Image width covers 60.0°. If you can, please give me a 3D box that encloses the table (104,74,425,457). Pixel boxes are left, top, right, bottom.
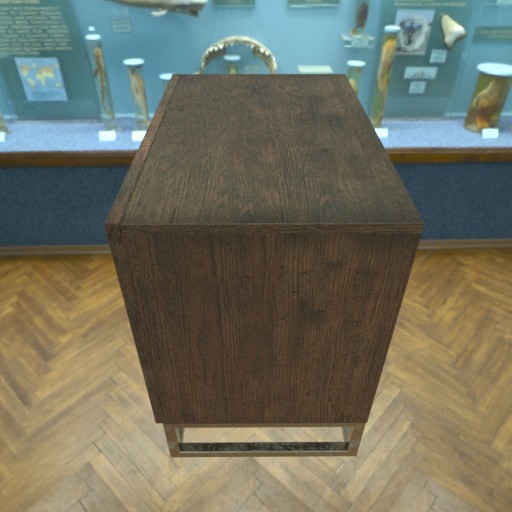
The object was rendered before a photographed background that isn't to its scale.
[{"bbox_3d":[0.000,0.000,1.226,0.542,0.746,0.767,0,39,0],"label":"table"}]
